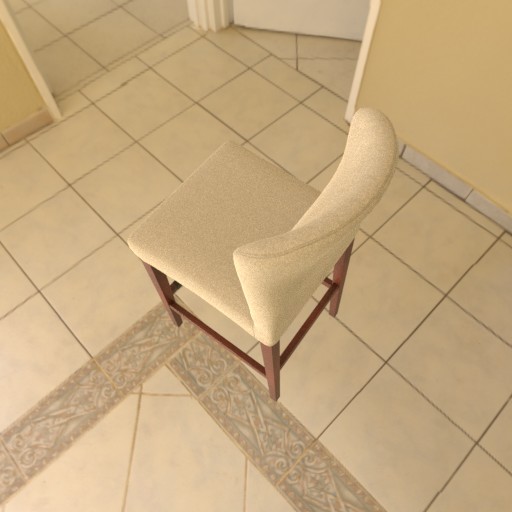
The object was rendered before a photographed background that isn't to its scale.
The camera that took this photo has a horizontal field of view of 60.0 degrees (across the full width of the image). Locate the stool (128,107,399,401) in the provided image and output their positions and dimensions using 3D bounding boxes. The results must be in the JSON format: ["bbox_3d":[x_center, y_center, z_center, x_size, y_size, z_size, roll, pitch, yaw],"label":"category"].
[{"bbox_3d":[0.000,0.000,1.351,0.568,1.069,0.479,33,66,17],"label":"stool"}]
